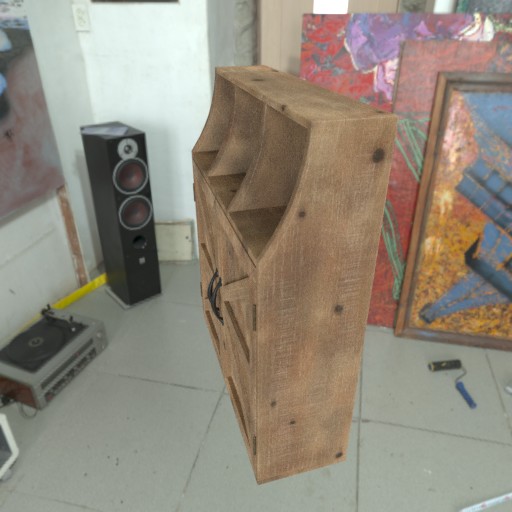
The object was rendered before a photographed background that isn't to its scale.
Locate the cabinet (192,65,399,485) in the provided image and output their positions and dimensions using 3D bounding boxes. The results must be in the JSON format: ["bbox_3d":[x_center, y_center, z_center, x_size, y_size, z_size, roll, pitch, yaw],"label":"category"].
[{"bbox_3d":[0.000,0.000,0.814,0.184,0.590,0.489,-8,31,-14],"label":"cabinet"}]
